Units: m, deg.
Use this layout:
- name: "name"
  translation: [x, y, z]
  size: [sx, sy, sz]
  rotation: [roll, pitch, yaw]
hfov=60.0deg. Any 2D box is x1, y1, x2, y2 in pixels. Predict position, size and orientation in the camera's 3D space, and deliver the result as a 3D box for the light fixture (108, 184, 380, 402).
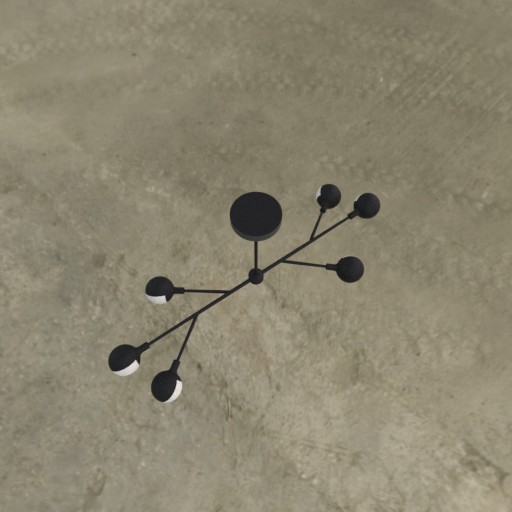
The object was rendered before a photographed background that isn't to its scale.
- name: "light fixture"
  translation: [0.000, 0.000, 1.010]
  size: [0.778, 0.362, 0.434]
  rotation: [-17, 64, -8]
